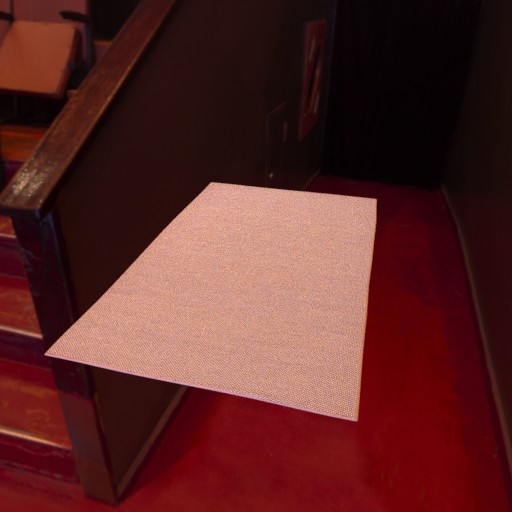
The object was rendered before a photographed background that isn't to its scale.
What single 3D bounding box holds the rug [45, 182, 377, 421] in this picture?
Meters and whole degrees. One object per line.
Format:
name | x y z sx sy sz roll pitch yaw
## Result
rug | 0.000 0.000 2.107 1.078 0.013 1.678 8 32 13
